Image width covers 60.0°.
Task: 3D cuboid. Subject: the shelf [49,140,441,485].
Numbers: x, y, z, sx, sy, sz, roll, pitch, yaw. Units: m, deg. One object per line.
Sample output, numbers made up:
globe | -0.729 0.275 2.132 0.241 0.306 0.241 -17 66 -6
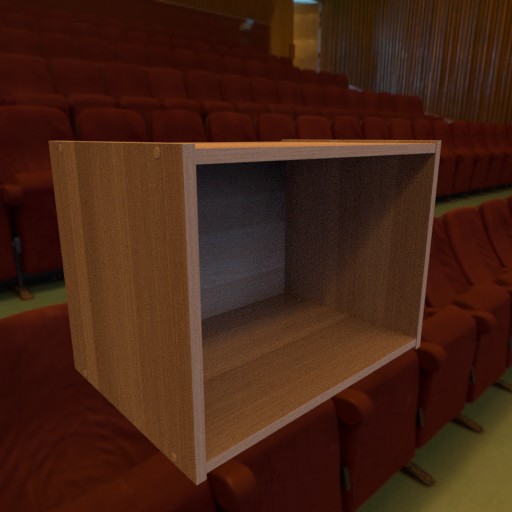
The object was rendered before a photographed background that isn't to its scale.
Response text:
shelf | 0.000 0.000 0.606 0.415 0.305 0.290 -13 20 -41
